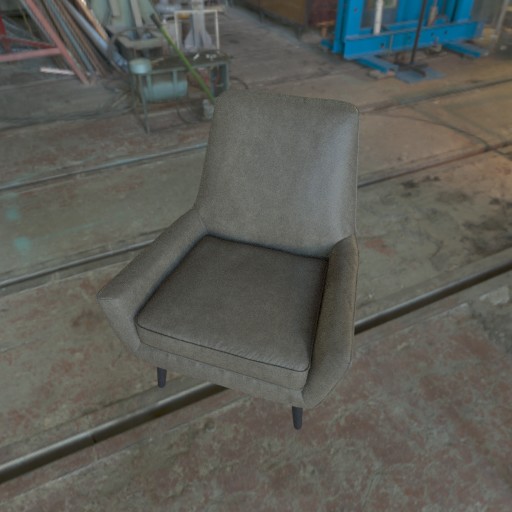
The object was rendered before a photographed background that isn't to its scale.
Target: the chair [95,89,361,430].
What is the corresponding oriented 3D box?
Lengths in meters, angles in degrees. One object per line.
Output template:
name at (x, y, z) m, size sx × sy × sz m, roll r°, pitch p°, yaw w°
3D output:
chair at (0.000, 0.000, 1.561) m, size 0.787 × 0.888 × 0.824 m, roll 12°, pitch 41°, yaw 14°
